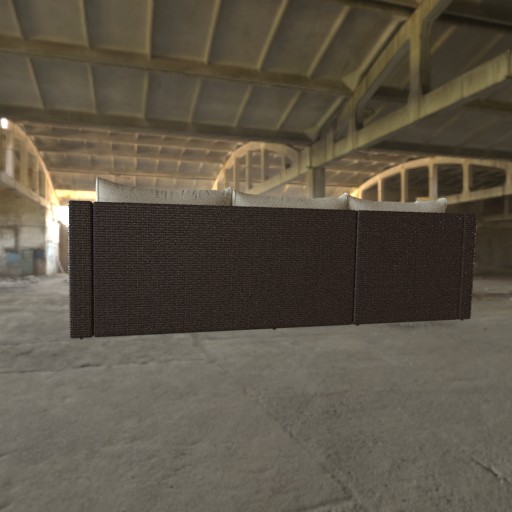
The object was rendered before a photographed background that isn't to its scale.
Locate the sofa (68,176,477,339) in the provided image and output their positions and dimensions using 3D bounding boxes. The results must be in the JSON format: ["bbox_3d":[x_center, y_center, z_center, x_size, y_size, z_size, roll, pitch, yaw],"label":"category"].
[{"bbox_3d":[0.000,0.000,3.019,2.192,0.766,1.612,0,0,-16],"label":"sofa"}]
